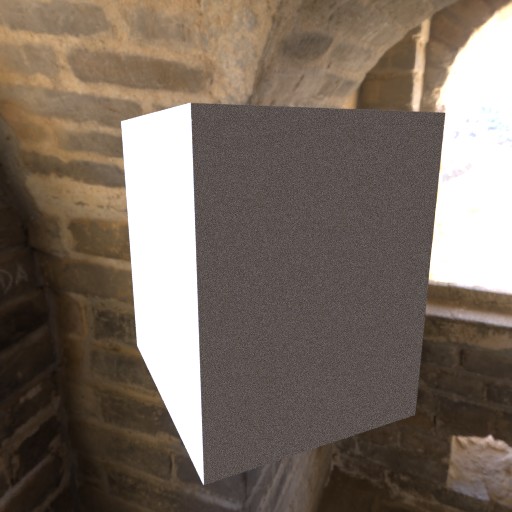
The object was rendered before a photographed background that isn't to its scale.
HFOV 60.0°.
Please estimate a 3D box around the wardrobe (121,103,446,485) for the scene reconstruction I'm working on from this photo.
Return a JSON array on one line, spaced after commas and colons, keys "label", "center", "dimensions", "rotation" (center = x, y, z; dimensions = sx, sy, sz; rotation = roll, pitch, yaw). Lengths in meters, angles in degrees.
[{"label": "wardrobe", "center": [0.000, 0.000, 0.871], "dimensions": [0.400, 0.520, 0.500], "rotation": [-7, 16, -24]}]
